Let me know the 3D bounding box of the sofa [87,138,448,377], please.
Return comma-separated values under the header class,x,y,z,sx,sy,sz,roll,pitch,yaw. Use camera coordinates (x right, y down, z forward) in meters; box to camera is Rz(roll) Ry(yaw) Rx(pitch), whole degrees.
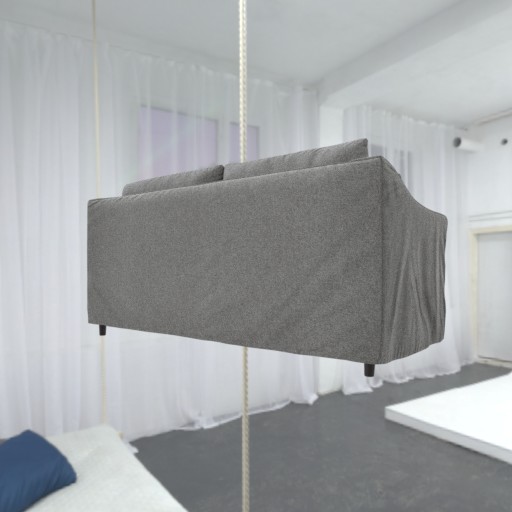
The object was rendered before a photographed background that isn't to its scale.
class,x,y,z,sx,sy,sz,roll,pitch,yaw
sofa,0.000,0.000,2.716,2.010,1.018,1.072,-1,-2,36
